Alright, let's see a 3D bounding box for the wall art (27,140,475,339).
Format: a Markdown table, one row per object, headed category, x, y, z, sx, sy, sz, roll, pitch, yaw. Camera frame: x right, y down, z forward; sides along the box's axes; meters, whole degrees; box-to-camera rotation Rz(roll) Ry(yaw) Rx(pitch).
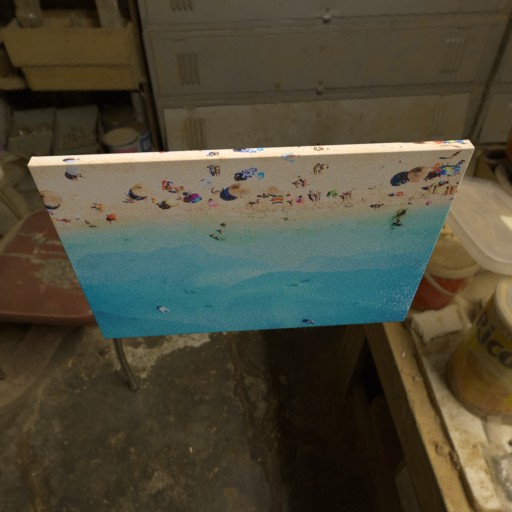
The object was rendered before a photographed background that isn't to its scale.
| category | x | y | z | sx | sy | sz | roll | pitch | yaw |
| --- | --- | --- | --- | --- | --- | --- | --- | --- | --- |
| wall art | 0.000 | 0.000 | 1.412 | 1.136 | 0.769 | 0.040 | -3 | 46 | -3 |
